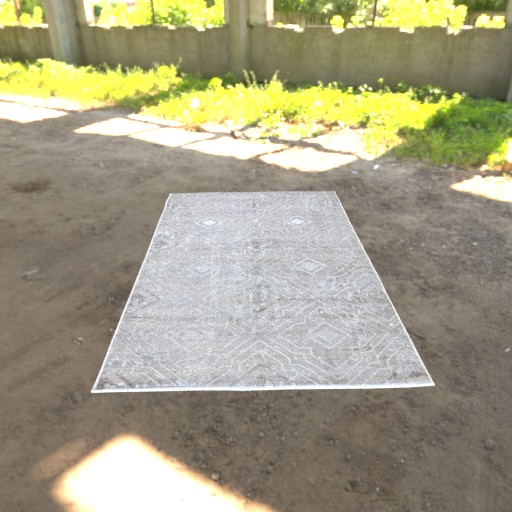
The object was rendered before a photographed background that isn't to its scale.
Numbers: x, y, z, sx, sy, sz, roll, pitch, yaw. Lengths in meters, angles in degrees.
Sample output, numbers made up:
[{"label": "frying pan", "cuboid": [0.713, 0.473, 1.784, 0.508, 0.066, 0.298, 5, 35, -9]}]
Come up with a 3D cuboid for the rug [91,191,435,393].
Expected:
[{"label": "rug", "cuboid": [0.000, 0.000, 3.032, 1.537, 0.036, 2.447, -1, 29, -1]}]
